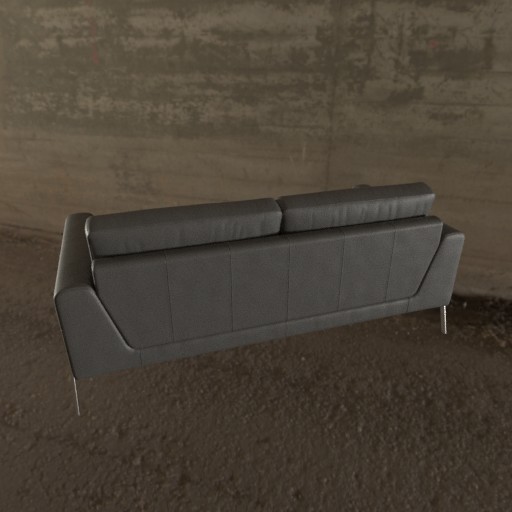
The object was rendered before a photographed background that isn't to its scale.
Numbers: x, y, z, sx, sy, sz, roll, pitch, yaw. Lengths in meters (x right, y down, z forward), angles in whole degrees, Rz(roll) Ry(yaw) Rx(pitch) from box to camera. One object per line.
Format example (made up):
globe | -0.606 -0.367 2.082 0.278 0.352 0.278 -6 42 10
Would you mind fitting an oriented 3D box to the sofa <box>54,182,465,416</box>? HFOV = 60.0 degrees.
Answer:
sofa | 0.000 0.000 2.494 2.017 0.875 0.953 -8 27 -17
